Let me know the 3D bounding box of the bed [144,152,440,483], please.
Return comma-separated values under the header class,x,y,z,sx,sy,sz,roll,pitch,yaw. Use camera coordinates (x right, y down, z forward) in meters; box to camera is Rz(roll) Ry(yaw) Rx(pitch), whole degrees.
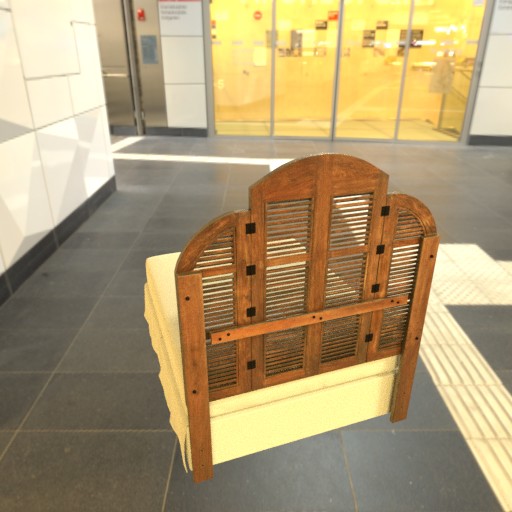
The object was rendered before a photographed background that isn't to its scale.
class,x,y,z,sx,sy,sz,roll,pitch,yaw
bed,0.000,0.000,3.541,1.713,2.019,2.138,-9,26,-18
